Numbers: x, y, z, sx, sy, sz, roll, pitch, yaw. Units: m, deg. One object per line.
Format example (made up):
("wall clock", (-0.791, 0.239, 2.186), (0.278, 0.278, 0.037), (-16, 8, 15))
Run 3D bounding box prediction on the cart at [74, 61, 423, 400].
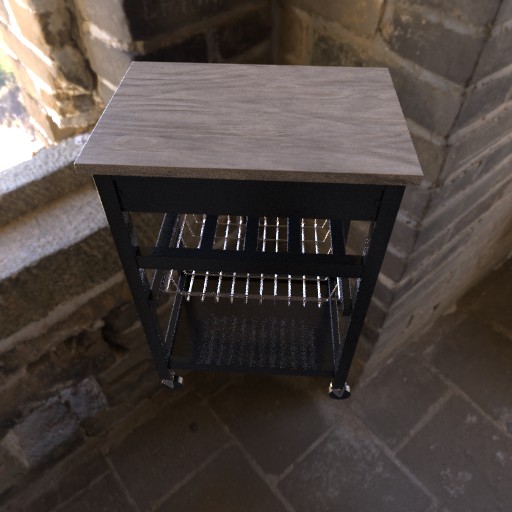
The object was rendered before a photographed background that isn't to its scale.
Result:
("cart", (0.000, 0.000, 1.168), (0.584, 0.839, 0.403), (2, 47, 2))
